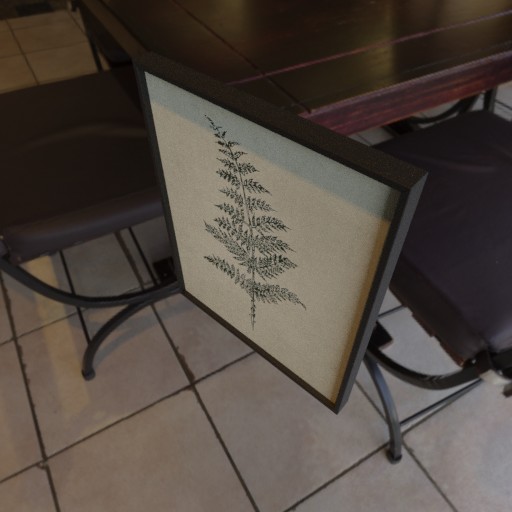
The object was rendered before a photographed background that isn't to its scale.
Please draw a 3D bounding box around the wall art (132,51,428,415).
[{"bbox_3d":[0.000,0.000,0.760,0.449,0.555,0.039,33,56,26],"label":"wall art"}]
